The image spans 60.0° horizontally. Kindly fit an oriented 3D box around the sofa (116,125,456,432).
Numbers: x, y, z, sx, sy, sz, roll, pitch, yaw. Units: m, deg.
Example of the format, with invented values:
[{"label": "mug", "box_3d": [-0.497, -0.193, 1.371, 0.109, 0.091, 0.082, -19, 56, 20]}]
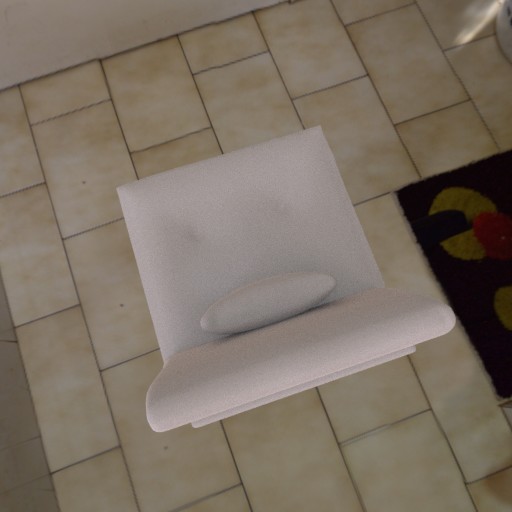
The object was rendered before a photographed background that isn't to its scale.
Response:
[{"label": "sofa", "box_3d": [0.000, 0.000, 1.691, 0.935, 0.828, 1.000, -18, 76, -4]}]
